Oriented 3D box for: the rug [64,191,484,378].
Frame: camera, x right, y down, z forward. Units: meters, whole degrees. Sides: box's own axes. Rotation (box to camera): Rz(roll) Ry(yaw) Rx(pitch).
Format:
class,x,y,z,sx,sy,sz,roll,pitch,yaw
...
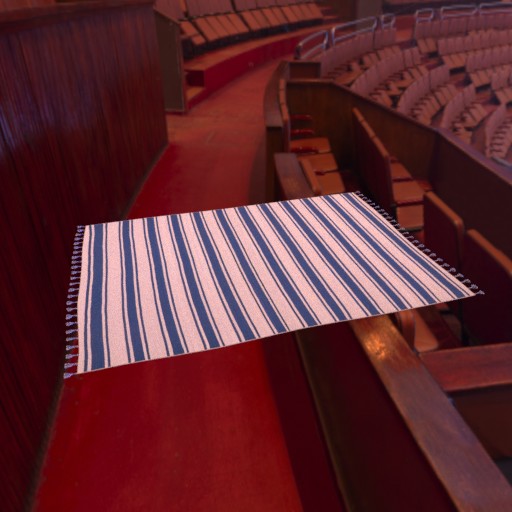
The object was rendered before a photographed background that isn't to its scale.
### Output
class,x,y,z,sx,sy,sz,roll,pitch,yaw
rug,0.000,0.000,2.906,2.315,0.010,1.544,-9,33,-14
